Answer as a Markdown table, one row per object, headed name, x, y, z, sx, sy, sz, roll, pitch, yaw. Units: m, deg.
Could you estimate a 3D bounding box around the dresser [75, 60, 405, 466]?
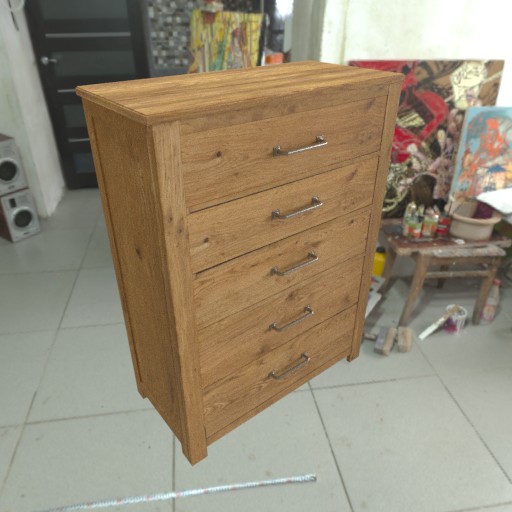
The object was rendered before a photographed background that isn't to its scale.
| name | x | y | z | sx | sy | sz | roll | pitch | yaw |
| --- | --- | --- | --- | --- | --- | --- | --- | --- | --- |
| dresser | 0.000 | 0.000 | 1.921 | 1.081 | 1.431 | 0.558 | -22 | 37 | -32 |
